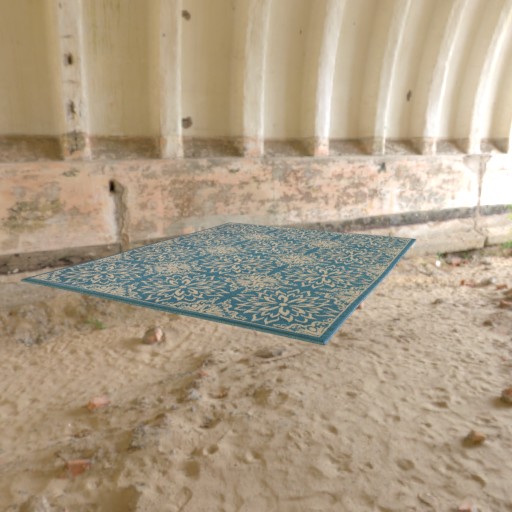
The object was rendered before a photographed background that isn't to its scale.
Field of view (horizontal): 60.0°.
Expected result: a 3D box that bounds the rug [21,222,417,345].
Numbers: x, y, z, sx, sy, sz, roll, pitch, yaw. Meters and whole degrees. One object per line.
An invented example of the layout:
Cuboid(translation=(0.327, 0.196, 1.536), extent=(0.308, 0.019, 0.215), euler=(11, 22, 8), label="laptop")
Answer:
Cuboid(translation=(0.000, 0.000, 3.992), extent=(2.350, 0.018, 2.964), euler=(7, 15, 27), label="rug")
